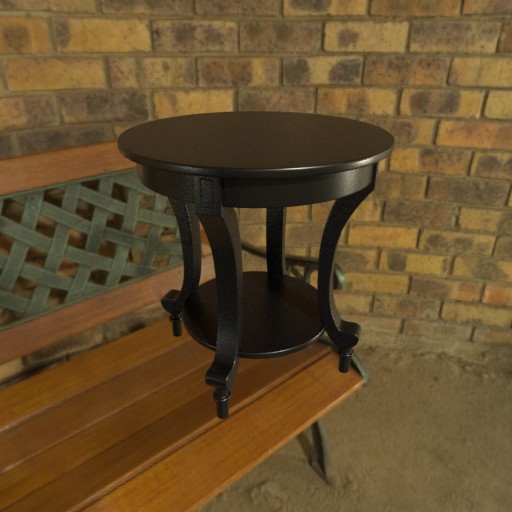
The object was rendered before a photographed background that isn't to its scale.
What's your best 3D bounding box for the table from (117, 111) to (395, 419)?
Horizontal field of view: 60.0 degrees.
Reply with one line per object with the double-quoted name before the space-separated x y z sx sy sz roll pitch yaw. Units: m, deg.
"table" 0.000 0.000 1.126 0.597 0.618 0.597 0 27 0
